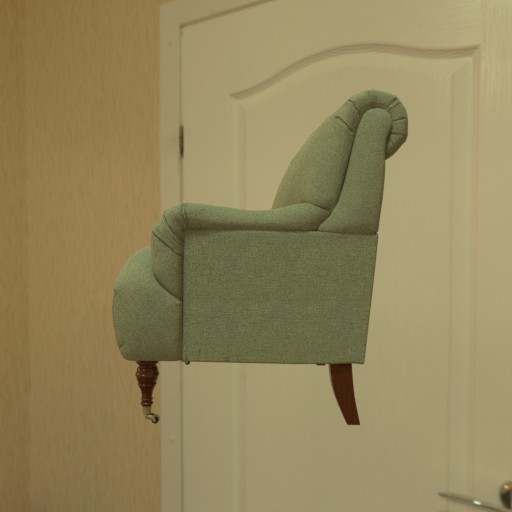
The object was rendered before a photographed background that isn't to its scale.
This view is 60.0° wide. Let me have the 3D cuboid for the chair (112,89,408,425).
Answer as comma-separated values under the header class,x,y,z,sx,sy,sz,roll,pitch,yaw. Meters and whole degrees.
class,x,y,z,sx,sy,sz,roll,pitch,yaw
chair,0.000,0.000,1.961,1.060,1.178,0.964,0,2,0
